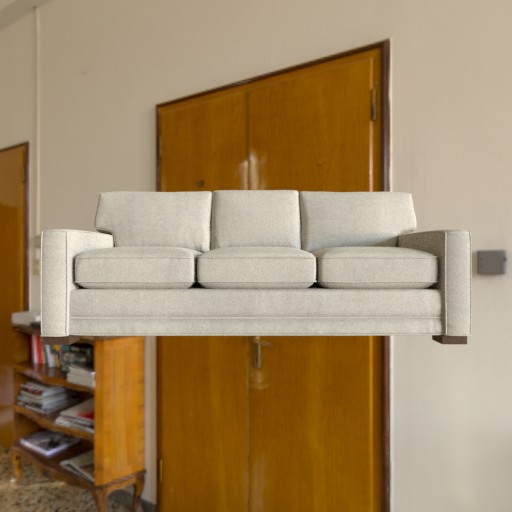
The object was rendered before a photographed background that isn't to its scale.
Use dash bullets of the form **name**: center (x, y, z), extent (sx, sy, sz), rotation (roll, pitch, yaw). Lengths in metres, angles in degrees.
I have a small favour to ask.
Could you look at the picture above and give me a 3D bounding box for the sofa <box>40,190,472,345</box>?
- **sofa**: center (0.000, 0.000, 2.591), extent (2.093, 0.862, 0.936), rotation (0, 0, 0)
